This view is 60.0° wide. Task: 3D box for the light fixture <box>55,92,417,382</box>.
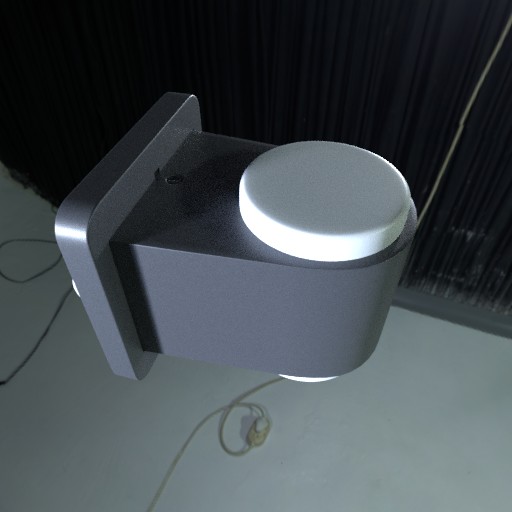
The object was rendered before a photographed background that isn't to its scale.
[{"bbox_3d":[0.000,0.000,0.213,0.132,0.109,0.109,11,46,11],"label":"light fixture"}]
